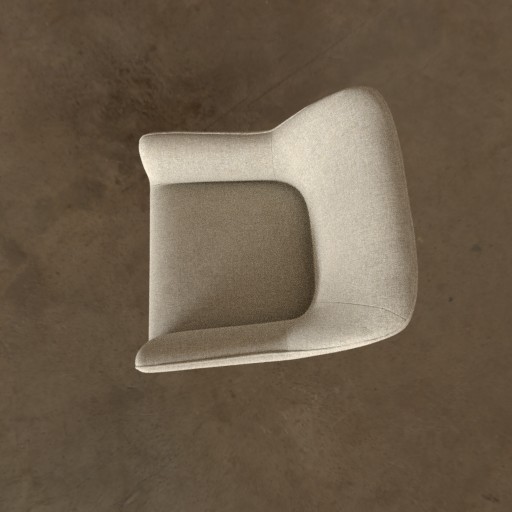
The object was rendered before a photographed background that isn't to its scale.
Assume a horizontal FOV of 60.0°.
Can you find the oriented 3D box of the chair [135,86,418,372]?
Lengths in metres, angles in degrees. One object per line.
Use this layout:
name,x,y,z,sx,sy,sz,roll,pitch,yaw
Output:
chair,0.000,0.000,1.246,0.610,0.813,0.610,-3,75,-1
